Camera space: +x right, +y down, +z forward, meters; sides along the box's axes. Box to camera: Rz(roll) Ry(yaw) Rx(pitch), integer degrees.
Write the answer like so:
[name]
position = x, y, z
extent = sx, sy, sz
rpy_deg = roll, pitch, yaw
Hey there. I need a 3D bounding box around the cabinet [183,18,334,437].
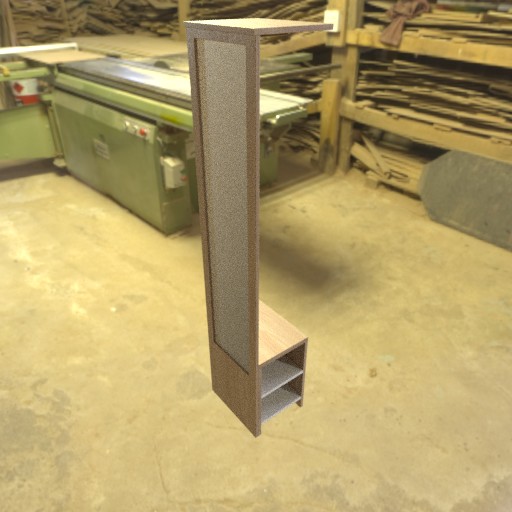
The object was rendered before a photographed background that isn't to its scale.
[cabinet]
position = 0.000, 0.000, 2.013
extent = 0.338, 1.879, 0.411
rpy_deg = -22, 37, -32
